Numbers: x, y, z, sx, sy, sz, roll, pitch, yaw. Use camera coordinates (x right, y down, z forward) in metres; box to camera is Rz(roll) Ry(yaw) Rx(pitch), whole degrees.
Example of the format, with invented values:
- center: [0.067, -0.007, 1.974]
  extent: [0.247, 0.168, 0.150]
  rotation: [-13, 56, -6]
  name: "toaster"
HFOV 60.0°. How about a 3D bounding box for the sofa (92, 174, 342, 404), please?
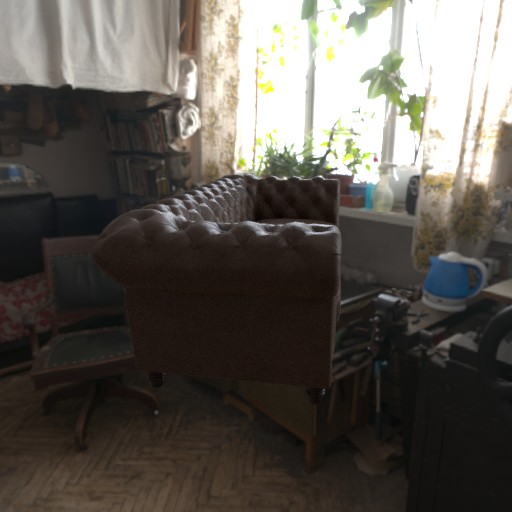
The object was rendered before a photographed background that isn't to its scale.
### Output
- center: [0.000, 0.000, 2.549]
  extent: [0.955, 0.784, 2.048]
  rotation: [3, 16, 10]
  name: "sofa"
